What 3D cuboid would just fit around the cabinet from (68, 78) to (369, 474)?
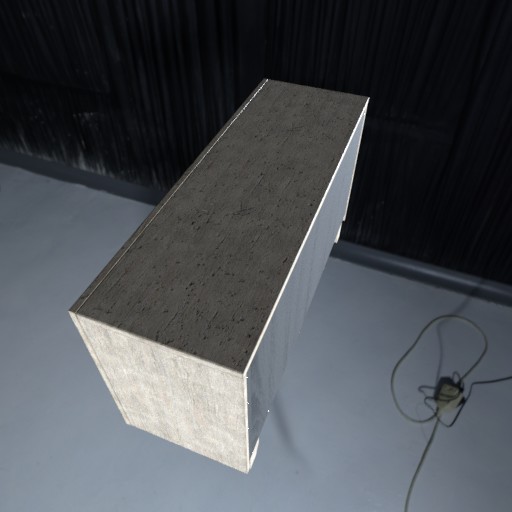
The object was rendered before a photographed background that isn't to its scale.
[{"bbox_3d":[0.000,0.000,1.878,0.511,0.825,1.460,16,49,15],"label":"cabinet"}]
